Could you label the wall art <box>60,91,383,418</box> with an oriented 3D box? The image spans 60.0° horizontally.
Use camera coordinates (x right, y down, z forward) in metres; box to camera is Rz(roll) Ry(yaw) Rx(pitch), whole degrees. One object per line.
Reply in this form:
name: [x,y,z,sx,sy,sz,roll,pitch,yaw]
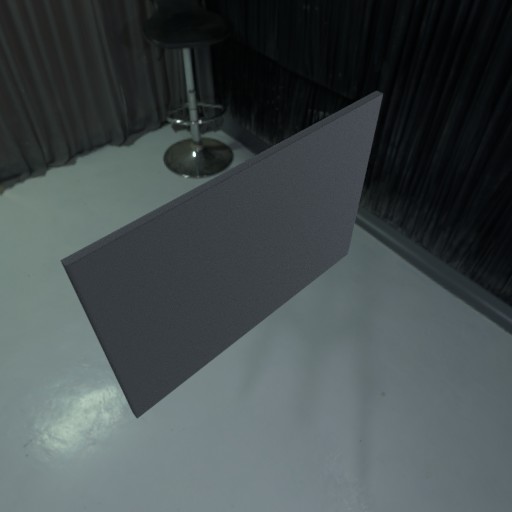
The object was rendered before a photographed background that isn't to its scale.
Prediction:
wall art: [0.000,0.000,1.275,0.964,0.659,0.049,-33,55,-27]
